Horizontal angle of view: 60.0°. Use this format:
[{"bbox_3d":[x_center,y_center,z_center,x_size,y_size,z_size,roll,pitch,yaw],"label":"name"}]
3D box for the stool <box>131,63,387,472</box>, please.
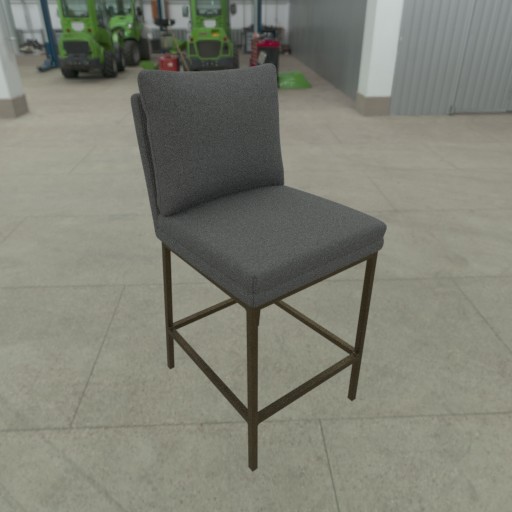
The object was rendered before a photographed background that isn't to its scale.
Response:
[{"bbox_3d":[0.000,0.000,1.324,0.463,1.030,0.569,-21,35,-33],"label":"stool"}]
